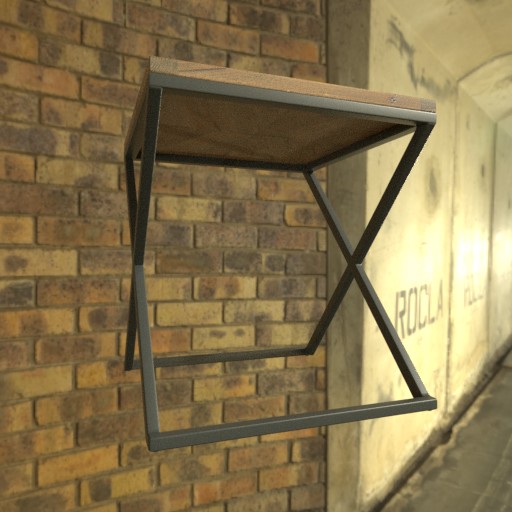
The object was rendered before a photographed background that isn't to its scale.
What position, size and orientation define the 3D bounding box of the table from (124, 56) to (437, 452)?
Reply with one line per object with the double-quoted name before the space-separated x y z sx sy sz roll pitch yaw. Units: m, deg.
"table" 0.000 0.000 0.926 0.499 0.550 0.498 0 0 -20
